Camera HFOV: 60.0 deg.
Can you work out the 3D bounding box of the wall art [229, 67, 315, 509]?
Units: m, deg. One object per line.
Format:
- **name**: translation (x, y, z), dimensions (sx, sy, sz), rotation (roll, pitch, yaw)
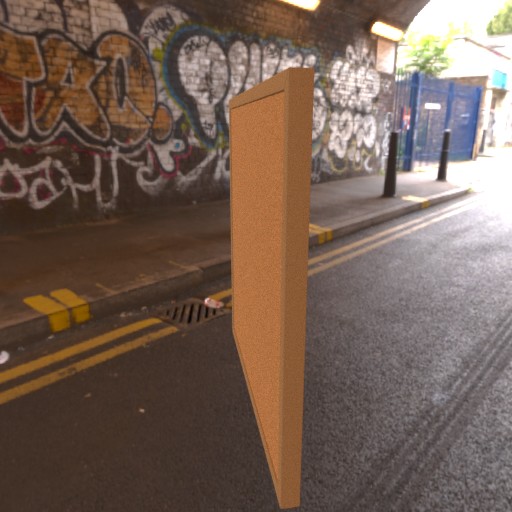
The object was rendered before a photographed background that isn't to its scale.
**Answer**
- **wall art**: translation (0.000, 0.000, 1.081), dimensions (0.037, 0.761, 0.761), rotation (-3, 16, -9)
